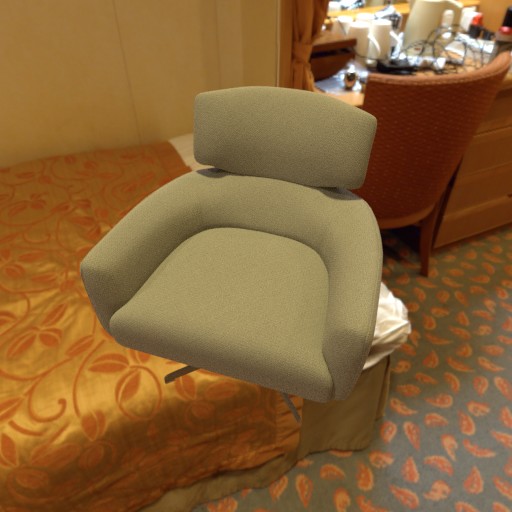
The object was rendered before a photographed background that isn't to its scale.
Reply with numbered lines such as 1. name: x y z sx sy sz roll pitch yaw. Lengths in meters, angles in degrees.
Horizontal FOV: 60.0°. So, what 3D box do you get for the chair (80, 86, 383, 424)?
1. chair: 0.000 0.000 1.378 0.760 0.810 0.730 12 42 14
